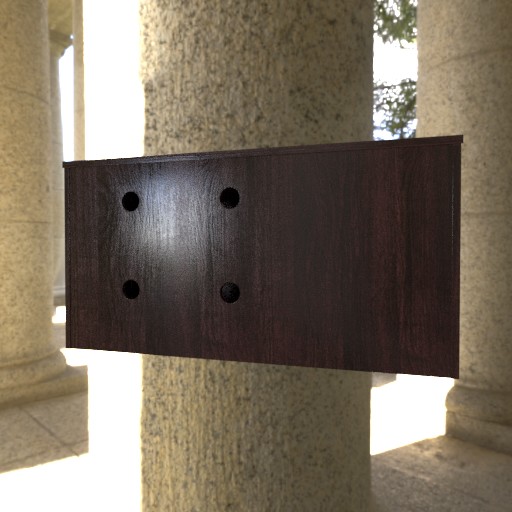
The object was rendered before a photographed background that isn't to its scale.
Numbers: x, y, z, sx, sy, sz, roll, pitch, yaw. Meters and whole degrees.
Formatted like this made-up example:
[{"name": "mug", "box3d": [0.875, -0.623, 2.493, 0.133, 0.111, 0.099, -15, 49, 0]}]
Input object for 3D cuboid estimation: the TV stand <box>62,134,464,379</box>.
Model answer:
[{"name": "TV stand", "box3d": [0.000, 0.000, 1.465, 1.192, 0.614, 0.404, 0, 1, 17]}]
